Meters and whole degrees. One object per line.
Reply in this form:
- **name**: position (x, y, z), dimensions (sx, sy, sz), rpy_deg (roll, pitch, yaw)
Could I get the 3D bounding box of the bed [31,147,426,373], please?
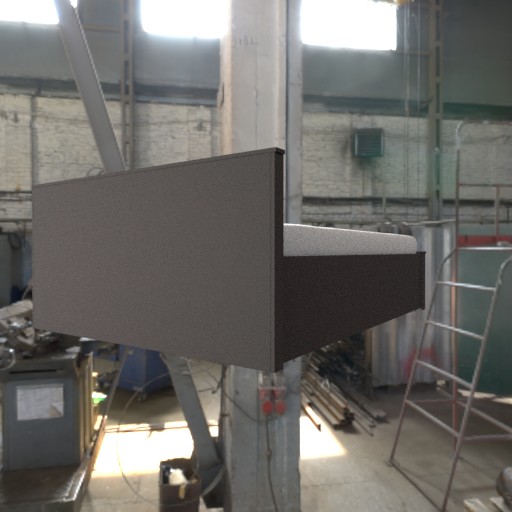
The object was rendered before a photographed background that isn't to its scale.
- **bed**: position (0.000, 0.000, 2.909), dimensions (1.634, 0.808, 2.103), rpy_deg (0, 1, 35)
